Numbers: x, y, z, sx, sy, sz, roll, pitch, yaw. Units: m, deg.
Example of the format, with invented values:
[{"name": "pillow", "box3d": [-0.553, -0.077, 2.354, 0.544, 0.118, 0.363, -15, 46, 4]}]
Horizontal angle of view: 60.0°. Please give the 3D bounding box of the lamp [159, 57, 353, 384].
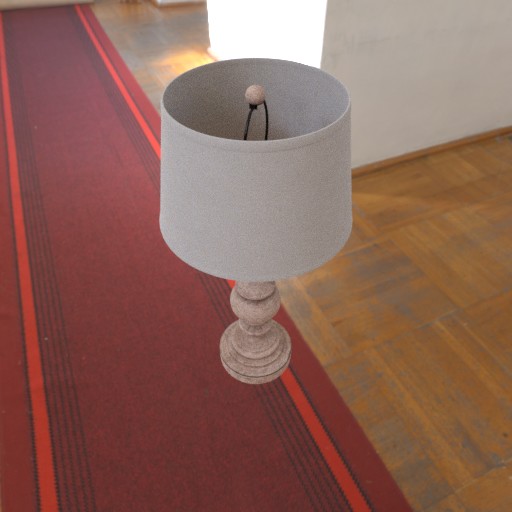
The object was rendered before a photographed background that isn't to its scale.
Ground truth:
[{"name": "lamp", "box3d": [0.000, 0.000, 0.868, 0.340, 0.678, 0.340, 0, 45, 0]}]
